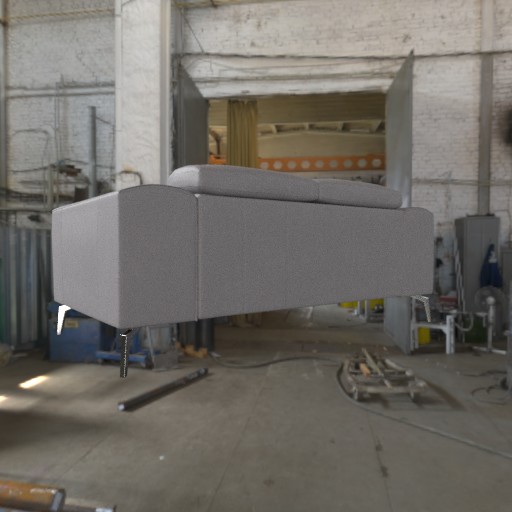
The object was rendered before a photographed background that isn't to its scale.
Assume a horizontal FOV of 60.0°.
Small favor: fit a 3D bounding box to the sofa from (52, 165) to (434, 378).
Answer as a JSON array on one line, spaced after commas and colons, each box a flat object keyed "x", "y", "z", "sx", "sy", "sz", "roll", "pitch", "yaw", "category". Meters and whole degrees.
[{"x": 0.000, "y": 0.000, "z": 2.422, "sx": 1.895, "sy": 0.779, "sz": 1.003, "roll": -1, "pitch": 2, "yaw": -37, "category": "sofa"}]
